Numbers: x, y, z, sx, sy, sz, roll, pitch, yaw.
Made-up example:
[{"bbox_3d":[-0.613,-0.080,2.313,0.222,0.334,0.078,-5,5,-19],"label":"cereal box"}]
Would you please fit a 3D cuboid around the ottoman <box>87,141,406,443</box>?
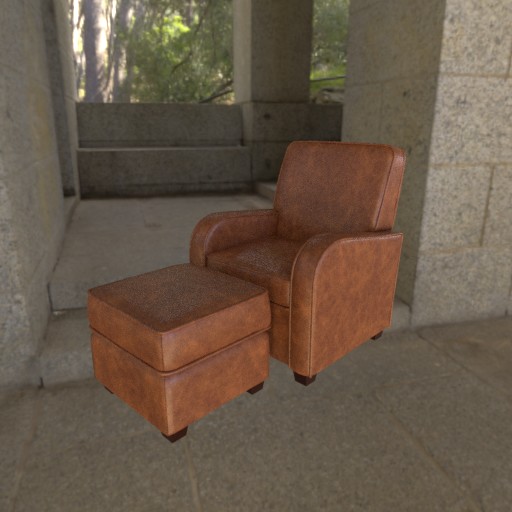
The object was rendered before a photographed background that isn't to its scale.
[{"bbox_3d":[0.000,0.000,1.877,0.732,0.904,1.314,16,23,42],"label":"ottoman"}]
